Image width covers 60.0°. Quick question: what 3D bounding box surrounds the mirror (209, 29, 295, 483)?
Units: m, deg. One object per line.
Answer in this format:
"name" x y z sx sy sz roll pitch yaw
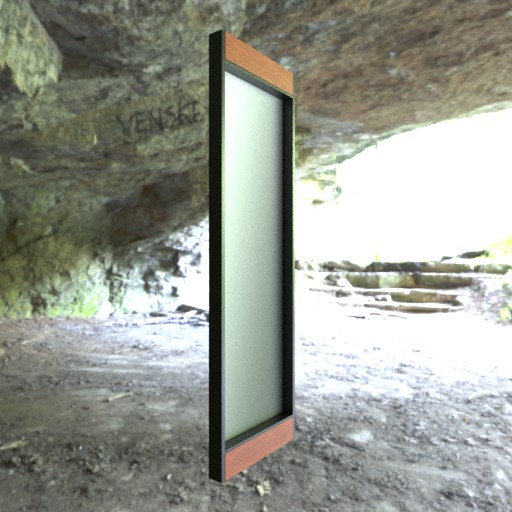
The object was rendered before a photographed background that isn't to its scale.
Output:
"mirror" 0.000 0.000 1.245 0.047 1.123 0.343 0 0 37
